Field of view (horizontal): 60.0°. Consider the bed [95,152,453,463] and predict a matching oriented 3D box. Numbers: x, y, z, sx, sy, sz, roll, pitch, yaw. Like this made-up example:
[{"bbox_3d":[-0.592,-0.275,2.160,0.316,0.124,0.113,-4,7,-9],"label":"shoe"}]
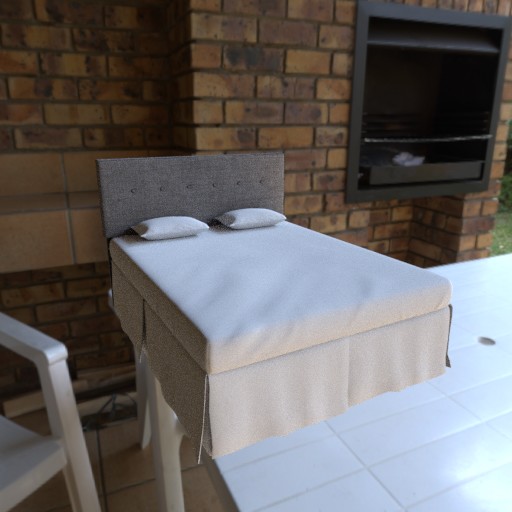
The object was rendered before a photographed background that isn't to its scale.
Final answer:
[{"bbox_3d":[0.000,0.000,2.916,1.621,1.168,1.958,-9,19,-28],"label":"bed"}]
